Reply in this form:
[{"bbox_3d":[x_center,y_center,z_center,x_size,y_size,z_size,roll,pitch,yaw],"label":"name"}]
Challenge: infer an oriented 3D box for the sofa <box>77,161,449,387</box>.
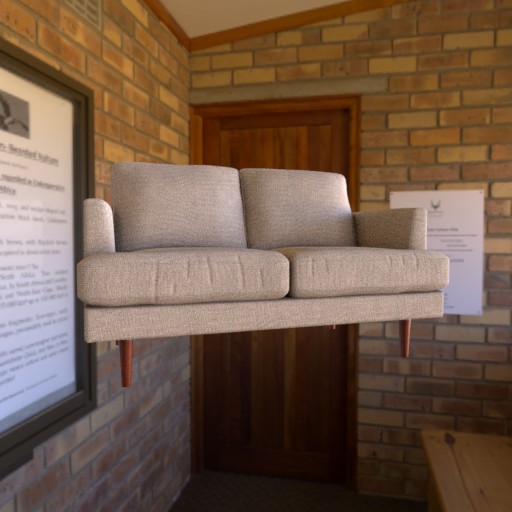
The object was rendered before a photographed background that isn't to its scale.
[{"bbox_3d":[0.000,0.000,2.157,1.582,0.944,0.903,-1,2,-19],"label":"sofa"}]
